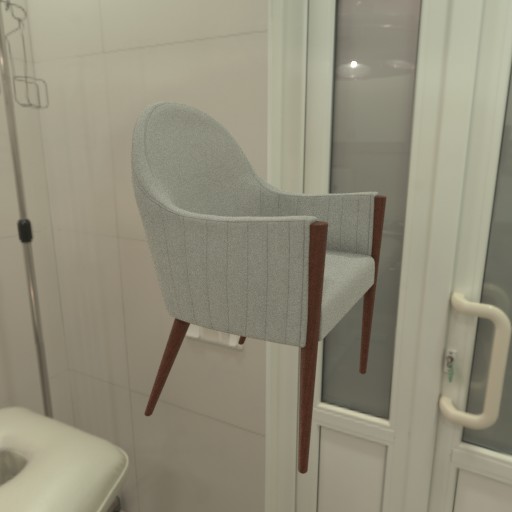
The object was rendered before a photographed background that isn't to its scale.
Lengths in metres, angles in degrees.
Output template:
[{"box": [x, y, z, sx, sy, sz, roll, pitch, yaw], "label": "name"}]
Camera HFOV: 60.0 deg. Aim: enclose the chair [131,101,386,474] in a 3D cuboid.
[{"box": [0.000, 0.000, 1.314, 0.620, 0.889, 0.610, 8, 16, 27], "label": "chair"}]
